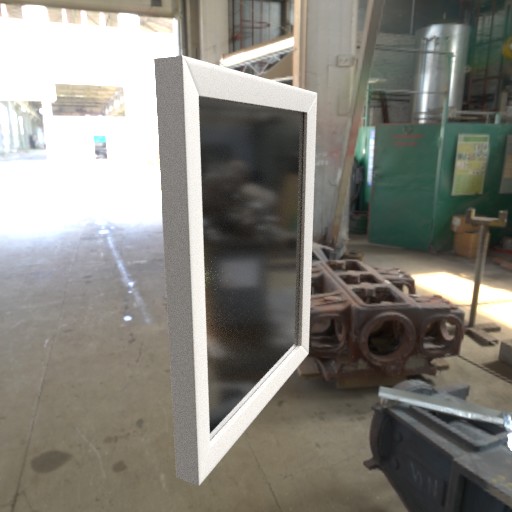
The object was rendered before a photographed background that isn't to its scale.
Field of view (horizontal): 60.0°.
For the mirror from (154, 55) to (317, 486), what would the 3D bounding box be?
[{"bbox_3d":[0.000,0.000,0.684,0.041,0.508,0.405,7,16,26],"label":"mirror"}]
